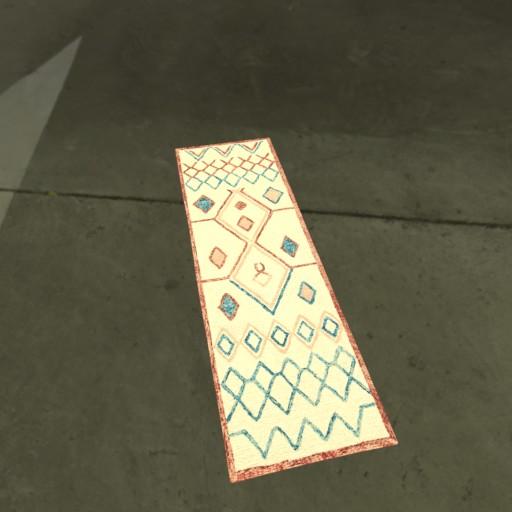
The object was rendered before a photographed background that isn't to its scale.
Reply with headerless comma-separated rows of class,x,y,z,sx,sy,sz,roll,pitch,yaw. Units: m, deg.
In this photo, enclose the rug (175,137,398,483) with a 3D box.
rug,0.000,0.000,2.691,0.750,0.011,2.435,-9,49,-8
